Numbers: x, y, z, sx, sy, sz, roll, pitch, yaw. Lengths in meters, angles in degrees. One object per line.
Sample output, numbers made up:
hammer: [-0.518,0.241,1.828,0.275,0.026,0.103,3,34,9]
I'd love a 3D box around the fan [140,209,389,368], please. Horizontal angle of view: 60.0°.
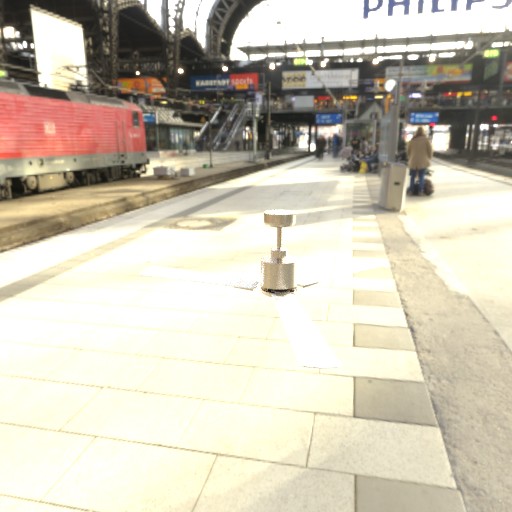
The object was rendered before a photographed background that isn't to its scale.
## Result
fan: [0.000,0.000,2.339,1.531,0.446,1.561,3,15,10]
